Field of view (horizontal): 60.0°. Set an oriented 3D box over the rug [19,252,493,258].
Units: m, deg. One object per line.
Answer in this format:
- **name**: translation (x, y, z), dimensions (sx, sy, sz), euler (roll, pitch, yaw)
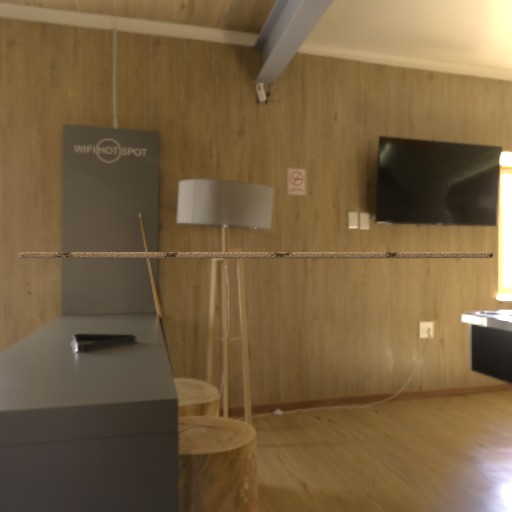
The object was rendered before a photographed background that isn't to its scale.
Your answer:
- **rug**: translation (0.000, 0.000, 3.021), dimensions (2.438, 0.030, 1.524), euler (0, 0, 1)
